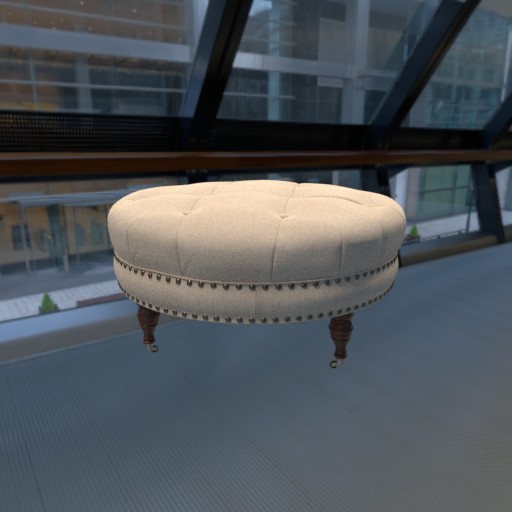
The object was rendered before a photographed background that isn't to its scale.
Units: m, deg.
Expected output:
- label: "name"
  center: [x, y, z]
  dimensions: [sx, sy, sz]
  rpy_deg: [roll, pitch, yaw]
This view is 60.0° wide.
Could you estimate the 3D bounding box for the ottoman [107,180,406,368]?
- label: "ottoman"
  center: [0.000, 0.000, 1.500]
  dimensions: [0.940, 0.483, 0.940]
  rpy_deg: [0, 15, 0]
